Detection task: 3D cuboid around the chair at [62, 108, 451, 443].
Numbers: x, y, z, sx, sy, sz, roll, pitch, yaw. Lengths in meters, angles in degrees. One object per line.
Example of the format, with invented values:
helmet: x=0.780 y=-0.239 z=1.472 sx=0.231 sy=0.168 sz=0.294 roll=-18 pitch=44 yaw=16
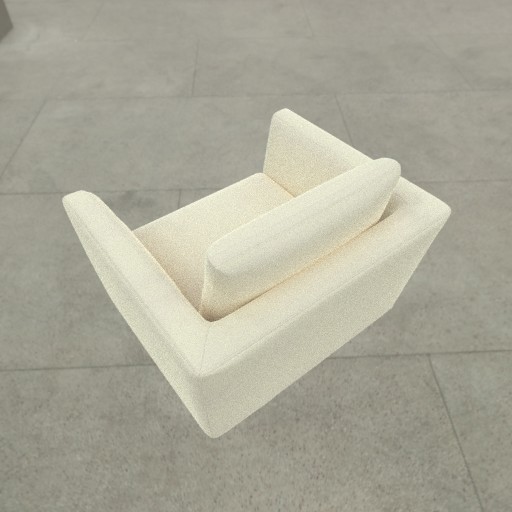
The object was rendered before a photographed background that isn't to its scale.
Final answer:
chair: x=0.000 y=0.000 z=1.686 sx=1.041 sy=0.865 sz=0.889 roll=-29 pitch=53 yaw=-25
